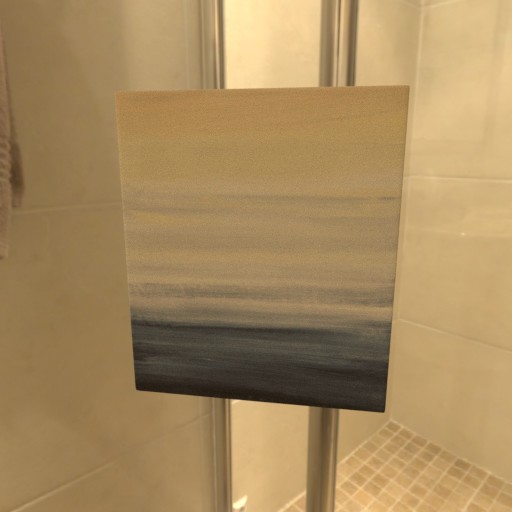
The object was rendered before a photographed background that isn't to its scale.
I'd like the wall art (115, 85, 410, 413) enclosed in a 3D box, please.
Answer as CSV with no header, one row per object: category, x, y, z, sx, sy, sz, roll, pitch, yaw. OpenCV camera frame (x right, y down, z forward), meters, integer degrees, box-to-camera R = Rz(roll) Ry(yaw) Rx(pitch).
wall art,0.000,0.000,1.002,0.608,0.710,0.041,2,14,9
